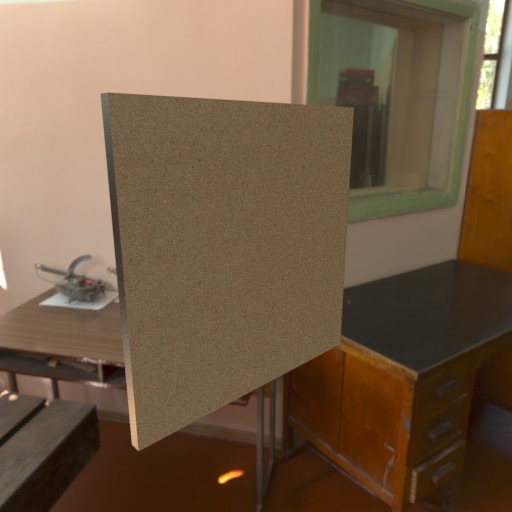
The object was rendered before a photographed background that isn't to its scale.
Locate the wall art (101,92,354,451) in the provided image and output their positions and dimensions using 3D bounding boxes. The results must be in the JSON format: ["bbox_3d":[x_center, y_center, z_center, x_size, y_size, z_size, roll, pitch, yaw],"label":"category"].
[{"bbox_3d":[0.000,0.000,1.179,0.773,0.775,0.031,-14,21,-41],"label":"wall art"}]
